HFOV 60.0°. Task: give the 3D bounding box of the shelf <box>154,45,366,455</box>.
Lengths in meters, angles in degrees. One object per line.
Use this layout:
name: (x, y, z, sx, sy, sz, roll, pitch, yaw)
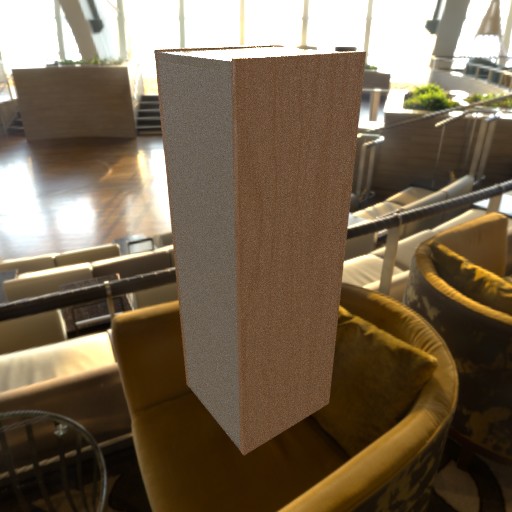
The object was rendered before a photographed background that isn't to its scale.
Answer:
shelf: (0.000, 0.000, 1.067, 0.290, 0.900, 0.300, -19, 33, -31)
